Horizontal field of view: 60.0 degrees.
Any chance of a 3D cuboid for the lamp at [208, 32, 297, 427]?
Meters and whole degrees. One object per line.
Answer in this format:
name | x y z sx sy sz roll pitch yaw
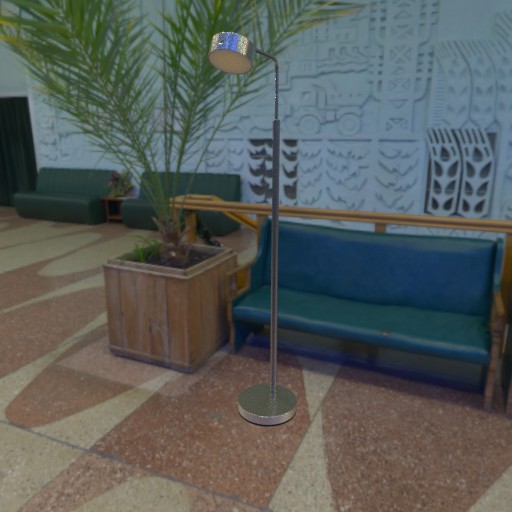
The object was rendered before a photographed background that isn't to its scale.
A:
lamp | 0.000 0.000 1.438 0.222 1.250 0.421 7 17 25
